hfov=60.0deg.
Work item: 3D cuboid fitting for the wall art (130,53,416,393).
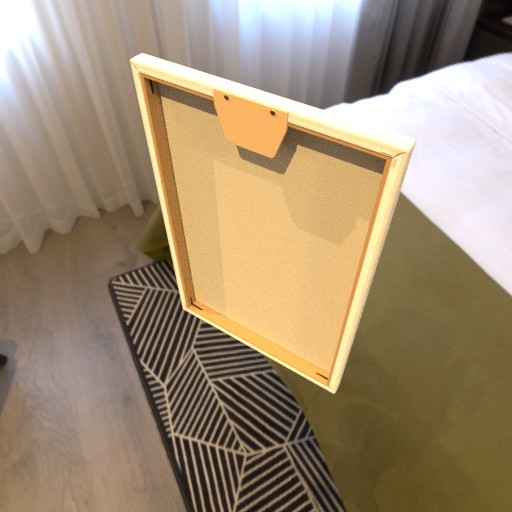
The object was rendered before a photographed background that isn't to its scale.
[{"bbox_3d":[0.000,0.000,1.161,0.602,0.902,0.048,25,53,21],"label":"wall art"}]
